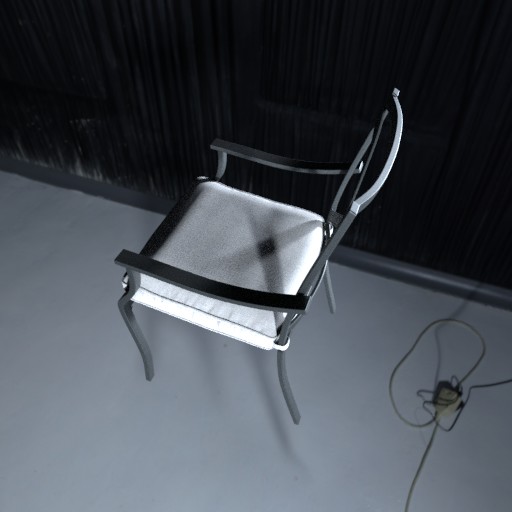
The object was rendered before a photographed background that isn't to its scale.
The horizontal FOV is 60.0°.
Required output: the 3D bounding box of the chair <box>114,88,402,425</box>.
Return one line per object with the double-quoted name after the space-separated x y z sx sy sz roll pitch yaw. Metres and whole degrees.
0.000 0.000 1.291 0.620 0.889 0.575 15 48 14 "chair"
